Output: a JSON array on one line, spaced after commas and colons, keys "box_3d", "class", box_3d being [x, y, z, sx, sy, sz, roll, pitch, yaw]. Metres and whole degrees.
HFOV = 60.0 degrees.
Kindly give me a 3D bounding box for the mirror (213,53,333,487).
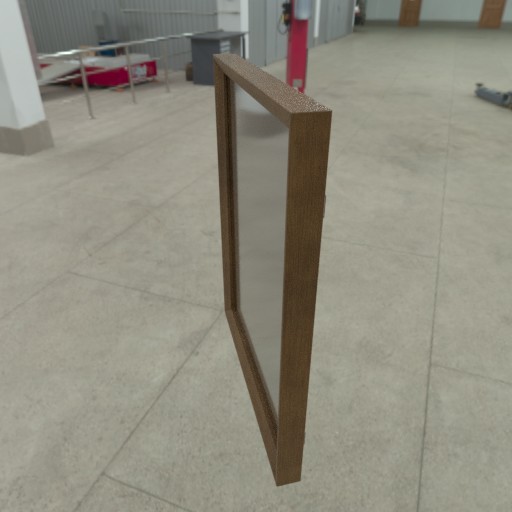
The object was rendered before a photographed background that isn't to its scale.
[{"box_3d": [0.000, 0.000, 0.661, 0.041, 0.509, 0.406, -7, 31, -12], "class": "mirror"}]
